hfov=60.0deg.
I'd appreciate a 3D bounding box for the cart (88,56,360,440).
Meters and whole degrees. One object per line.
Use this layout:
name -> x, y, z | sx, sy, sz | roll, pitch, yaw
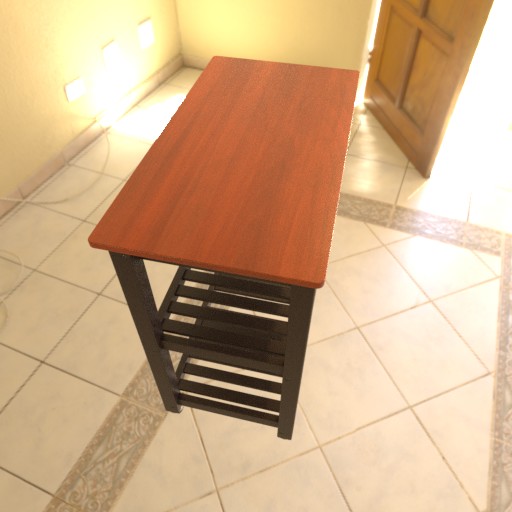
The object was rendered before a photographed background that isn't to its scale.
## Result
cart -> 0.000, 0.000, 1.445 | 0.457, 0.927, 0.899 | 10, 48, 9
